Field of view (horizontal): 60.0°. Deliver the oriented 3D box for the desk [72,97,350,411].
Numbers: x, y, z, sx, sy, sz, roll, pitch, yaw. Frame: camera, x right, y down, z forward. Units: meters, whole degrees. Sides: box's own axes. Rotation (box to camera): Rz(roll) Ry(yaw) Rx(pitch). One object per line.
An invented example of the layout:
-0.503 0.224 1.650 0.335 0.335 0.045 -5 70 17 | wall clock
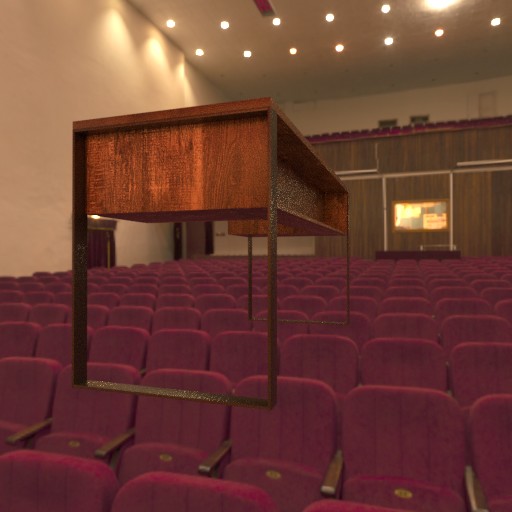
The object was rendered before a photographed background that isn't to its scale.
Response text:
0.000 0.000 1.894 0.599 0.762 1.524 0 0 19 | desk
